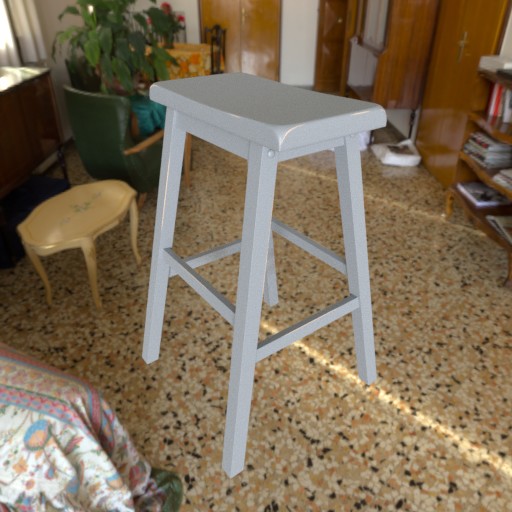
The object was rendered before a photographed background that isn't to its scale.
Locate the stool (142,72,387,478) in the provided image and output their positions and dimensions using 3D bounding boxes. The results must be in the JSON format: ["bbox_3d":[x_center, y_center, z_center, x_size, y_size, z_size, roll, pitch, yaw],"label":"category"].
[{"bbox_3d":[0.000,0.000,1.046,0.476,0.737,0.457,-21,37,-31],"label":"stool"}]
